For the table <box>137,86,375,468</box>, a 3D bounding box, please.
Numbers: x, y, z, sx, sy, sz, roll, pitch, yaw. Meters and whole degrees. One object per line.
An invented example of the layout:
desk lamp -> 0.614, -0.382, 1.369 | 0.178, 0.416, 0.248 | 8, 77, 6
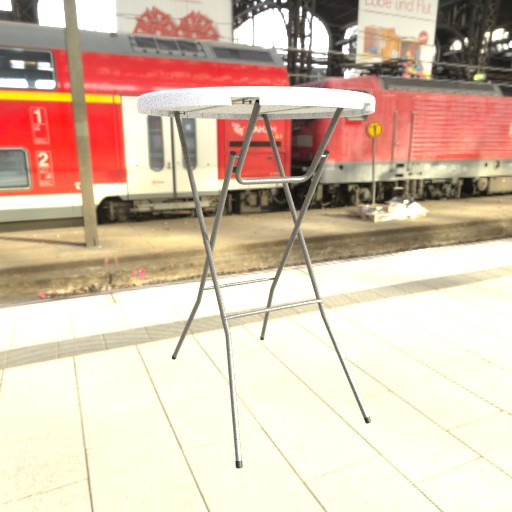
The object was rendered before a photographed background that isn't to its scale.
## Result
table -> 0.000, 0.000, 1.659 | 0.792, 1.105, 0.795 | -7, 16, -26
